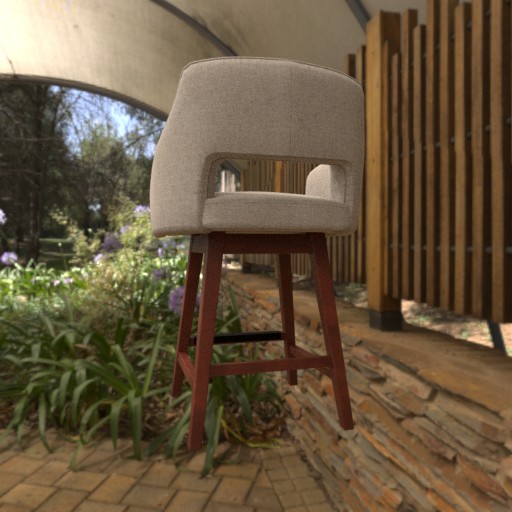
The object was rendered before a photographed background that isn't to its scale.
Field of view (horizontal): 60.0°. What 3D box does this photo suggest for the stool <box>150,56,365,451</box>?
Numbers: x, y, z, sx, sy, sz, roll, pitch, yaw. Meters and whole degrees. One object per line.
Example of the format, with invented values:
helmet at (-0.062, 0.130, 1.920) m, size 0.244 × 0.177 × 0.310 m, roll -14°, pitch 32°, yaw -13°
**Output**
stool at (0.000, 0.000, 1.313) m, size 0.599 × 0.944 × 0.558 m, roll 0°, pitch 1°, yaw -17°
